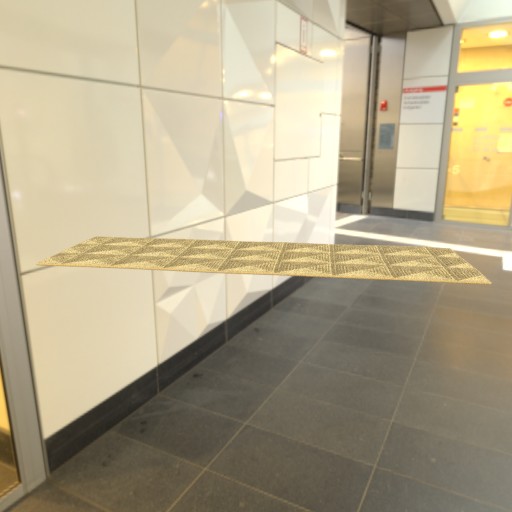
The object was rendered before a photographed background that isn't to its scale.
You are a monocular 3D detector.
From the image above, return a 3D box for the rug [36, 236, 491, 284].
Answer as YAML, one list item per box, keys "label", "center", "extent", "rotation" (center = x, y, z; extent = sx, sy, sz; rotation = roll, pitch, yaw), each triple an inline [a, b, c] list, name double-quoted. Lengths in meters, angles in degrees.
- label: "rug"
  center: [0.000, 0.000, 2.398]
  extent: [2.182, 0.015, 0.645]
  rotation: [2, 15, 8]
